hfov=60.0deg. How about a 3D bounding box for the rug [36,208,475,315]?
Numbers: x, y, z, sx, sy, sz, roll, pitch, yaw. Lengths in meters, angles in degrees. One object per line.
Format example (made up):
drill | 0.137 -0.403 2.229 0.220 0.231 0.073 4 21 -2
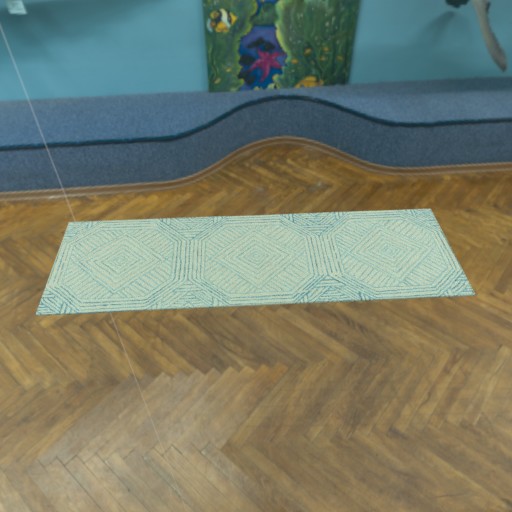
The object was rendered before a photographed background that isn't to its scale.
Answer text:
rug | 0.000 0.000 2.733 2.452 0.012 0.775 -2 46 -2
